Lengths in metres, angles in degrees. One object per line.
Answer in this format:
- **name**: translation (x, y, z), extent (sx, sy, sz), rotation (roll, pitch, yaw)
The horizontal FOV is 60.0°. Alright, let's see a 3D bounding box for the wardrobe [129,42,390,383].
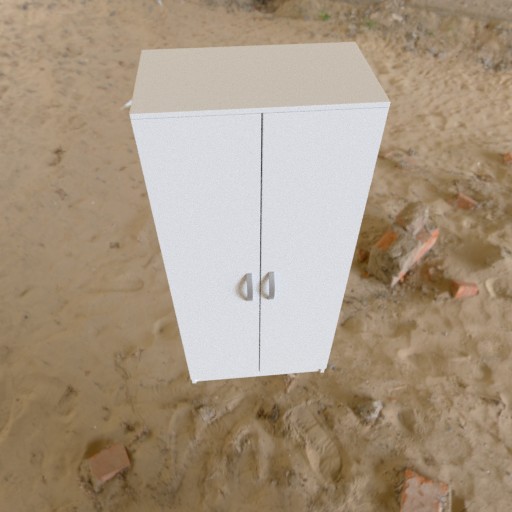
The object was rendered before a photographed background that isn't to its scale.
- **wardrobe**: translation (0.000, 0.000, 2.042), extent (0.760, 1.700, 0.470), rotation (-4, 48, -4)
